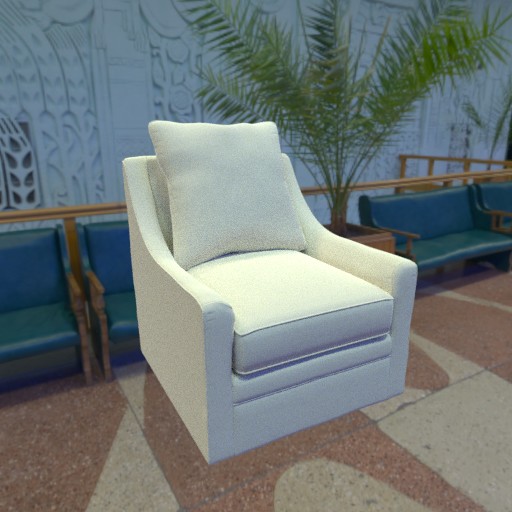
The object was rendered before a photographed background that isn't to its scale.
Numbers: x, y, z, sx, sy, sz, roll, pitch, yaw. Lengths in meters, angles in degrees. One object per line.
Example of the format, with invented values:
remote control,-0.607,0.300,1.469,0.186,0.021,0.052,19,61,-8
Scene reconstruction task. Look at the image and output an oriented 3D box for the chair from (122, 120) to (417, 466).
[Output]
chair,0.000,0.000,1.643,0.756,0.965,0.876,-9,18,-27
